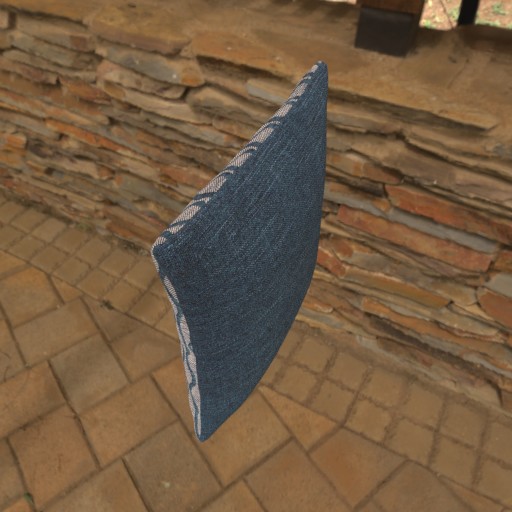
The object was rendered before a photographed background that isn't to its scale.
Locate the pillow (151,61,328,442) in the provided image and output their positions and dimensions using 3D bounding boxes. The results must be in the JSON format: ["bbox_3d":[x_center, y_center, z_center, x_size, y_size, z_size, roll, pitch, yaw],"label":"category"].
[{"bbox_3d":[0.000,0.000,0.672,0.159,0.435,0.435,18,50,16],"label":"pillow"}]
